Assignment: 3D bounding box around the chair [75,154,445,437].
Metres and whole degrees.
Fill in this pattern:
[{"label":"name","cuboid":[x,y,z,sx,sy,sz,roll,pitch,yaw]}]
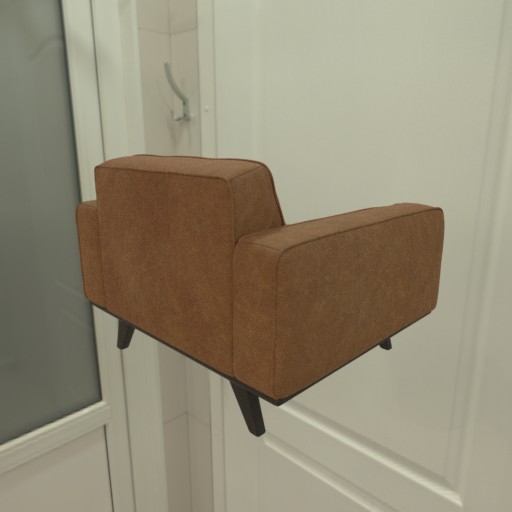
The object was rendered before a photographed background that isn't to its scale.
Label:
[{"label":"chair","cuboid":[0.000,0.000,1.735,1.118,0.782,0.952,14,21,43]}]
